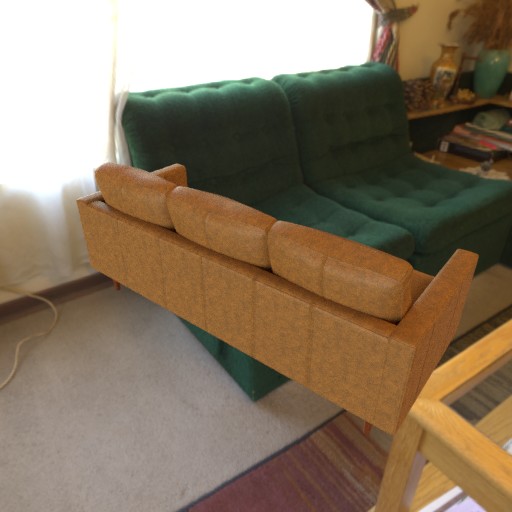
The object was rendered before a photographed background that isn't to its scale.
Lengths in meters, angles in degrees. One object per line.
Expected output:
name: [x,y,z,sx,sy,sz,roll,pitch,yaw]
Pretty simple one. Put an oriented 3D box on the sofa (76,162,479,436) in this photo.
sofa: [0.000,0.000,2.665,2.231,0.930,0.903,22,37,32]
